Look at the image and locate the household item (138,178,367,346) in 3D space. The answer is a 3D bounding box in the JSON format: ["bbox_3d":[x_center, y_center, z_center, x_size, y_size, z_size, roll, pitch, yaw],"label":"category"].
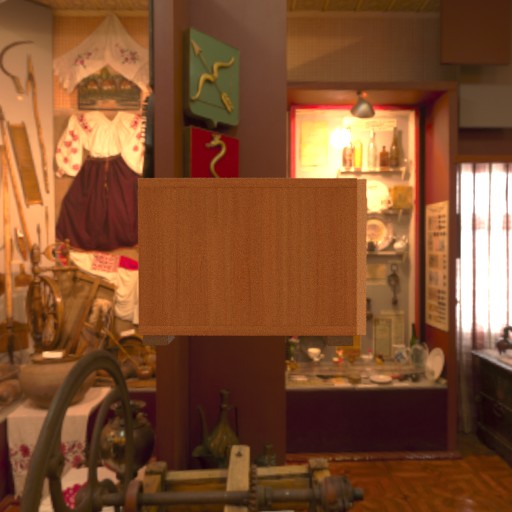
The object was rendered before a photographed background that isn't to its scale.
[{"bbox_3d":[0.000,0.000,1.515,0.420,0.310,1.400,0,1,1],"label":"household item"}]
